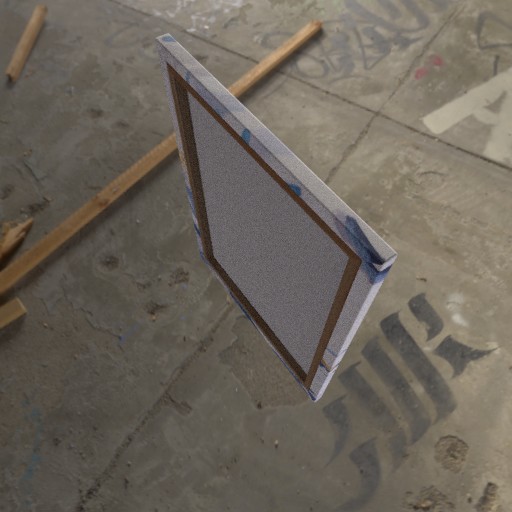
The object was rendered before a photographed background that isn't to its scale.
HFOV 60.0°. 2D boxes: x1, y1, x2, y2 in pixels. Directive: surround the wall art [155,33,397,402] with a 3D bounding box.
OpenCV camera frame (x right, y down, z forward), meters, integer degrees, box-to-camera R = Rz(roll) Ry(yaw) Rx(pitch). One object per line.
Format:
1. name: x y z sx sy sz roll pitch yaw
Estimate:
1. wall art: 0.000 0.000 1.330 0.038 1.015 0.761 -32 64 -17
